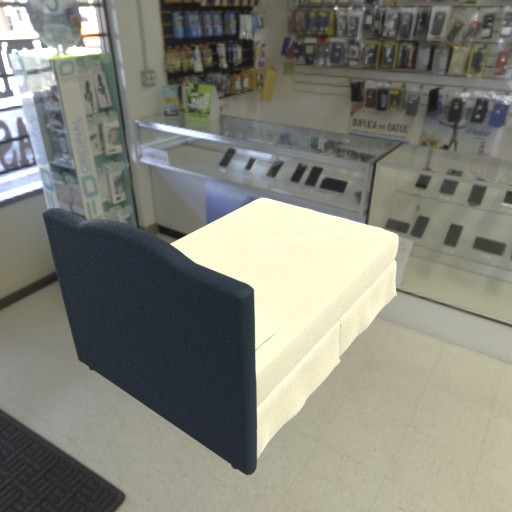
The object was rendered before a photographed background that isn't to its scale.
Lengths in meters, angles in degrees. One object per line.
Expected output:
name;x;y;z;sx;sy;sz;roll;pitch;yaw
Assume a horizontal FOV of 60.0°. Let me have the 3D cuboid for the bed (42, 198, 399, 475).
bed;0.000;0.000;3.650;1.741;1.441;2.507;20;35;31
